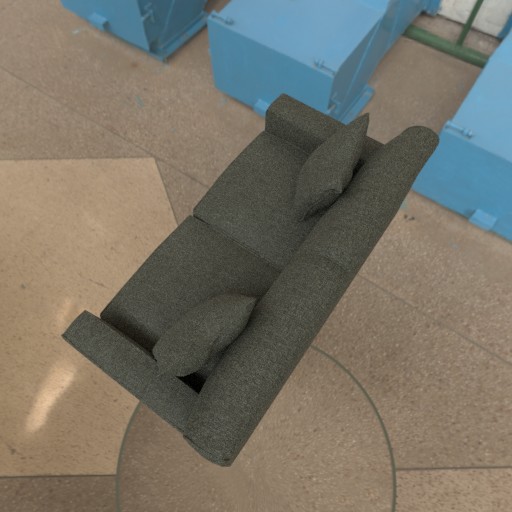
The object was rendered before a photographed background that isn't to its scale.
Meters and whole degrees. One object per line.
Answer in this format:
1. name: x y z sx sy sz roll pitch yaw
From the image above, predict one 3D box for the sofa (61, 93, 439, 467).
1. sofa: 0.000 0.000 2.379 0.998 0.958 1.846 32 69 14
